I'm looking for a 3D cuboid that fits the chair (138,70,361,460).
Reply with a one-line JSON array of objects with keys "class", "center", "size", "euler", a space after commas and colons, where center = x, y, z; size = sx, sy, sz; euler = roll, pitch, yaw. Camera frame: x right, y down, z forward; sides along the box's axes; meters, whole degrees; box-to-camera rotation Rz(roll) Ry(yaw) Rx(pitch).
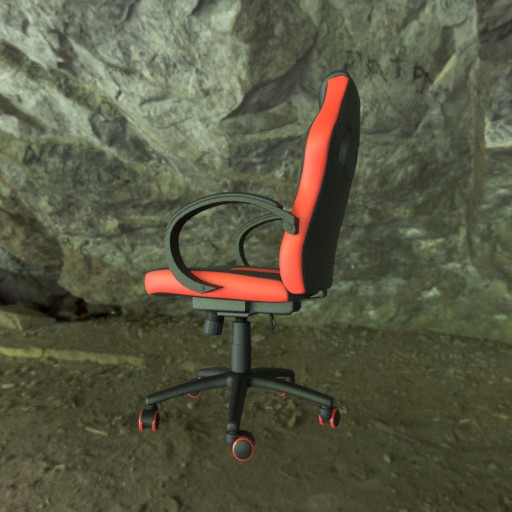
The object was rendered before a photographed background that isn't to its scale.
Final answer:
[{"class": "chair", "center": [0.000, 0.000, 1.393], "size": [0.642, 1.016, 0.600], "euler": [0, -1, 20]}]
